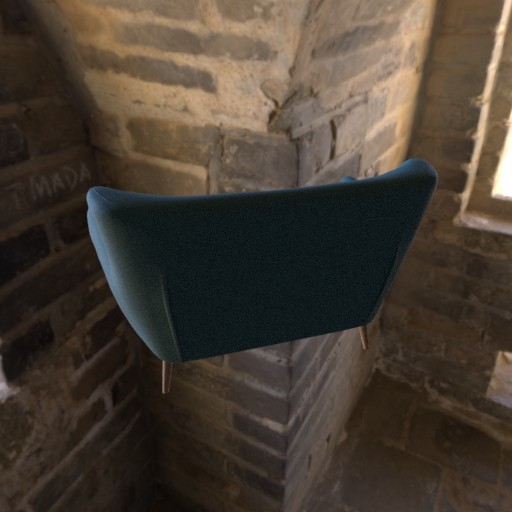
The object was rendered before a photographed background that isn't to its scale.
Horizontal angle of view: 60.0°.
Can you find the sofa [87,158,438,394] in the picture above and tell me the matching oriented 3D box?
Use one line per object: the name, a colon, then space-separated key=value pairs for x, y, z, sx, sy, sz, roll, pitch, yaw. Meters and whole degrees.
sofa: x=0.000 y=0.000 z=1.987 sx=1.397 sy=0.889 sz=0.889 roll=-8 pitch=28 yaw=-16
